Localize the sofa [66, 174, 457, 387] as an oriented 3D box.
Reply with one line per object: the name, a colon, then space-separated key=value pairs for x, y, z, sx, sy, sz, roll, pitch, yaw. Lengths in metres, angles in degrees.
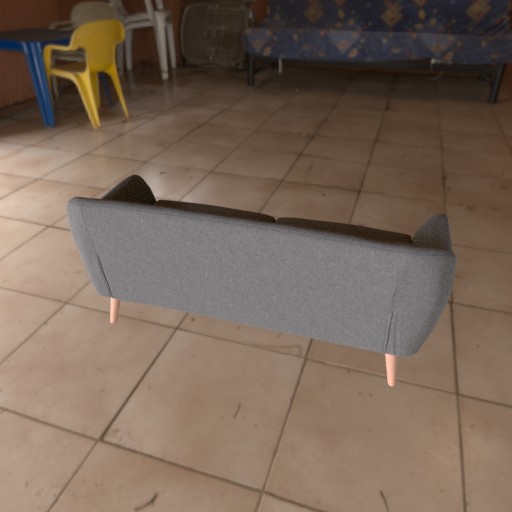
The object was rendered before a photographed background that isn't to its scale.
sofa: x=0.000 y=0.000 z=2.270 sx=1.840 sy=0.820 sz=0.820 roll=10 pitch=34 yaw=14
